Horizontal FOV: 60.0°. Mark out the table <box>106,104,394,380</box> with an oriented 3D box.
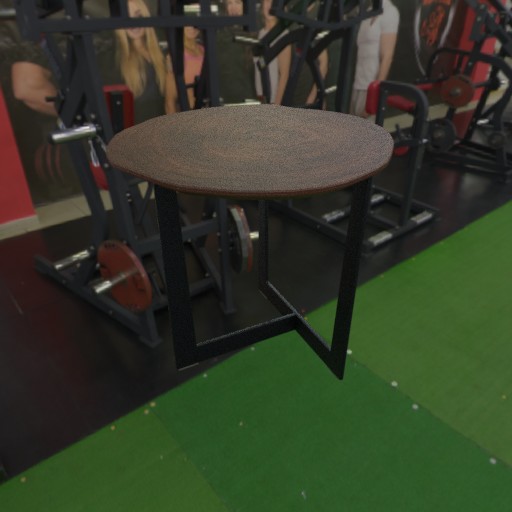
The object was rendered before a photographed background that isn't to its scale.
[{"bbox_3d":[0.000,0.000,0.881,0.494,0.476,0.477,-21,37,-31],"label":"table"}]
